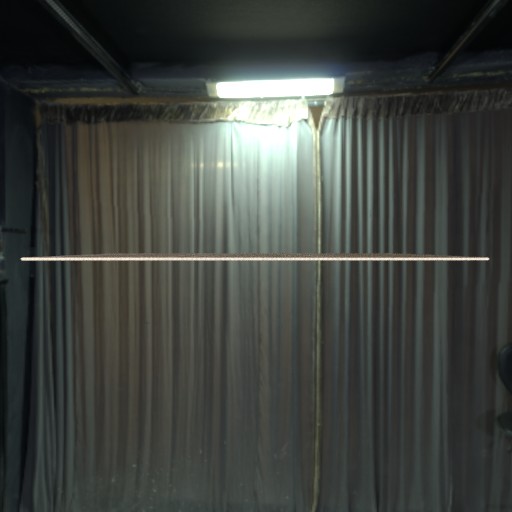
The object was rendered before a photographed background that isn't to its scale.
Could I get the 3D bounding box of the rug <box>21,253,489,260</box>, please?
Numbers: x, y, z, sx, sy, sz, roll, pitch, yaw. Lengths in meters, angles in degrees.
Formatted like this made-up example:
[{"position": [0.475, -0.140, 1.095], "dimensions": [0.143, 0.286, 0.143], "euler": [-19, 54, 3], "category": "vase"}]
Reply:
[{"position": [0.000, 0.000, 2.910], "dimensions": [2.290, 0.014, 1.526], "euler": [0, 1, 0], "category": "rug"}]
